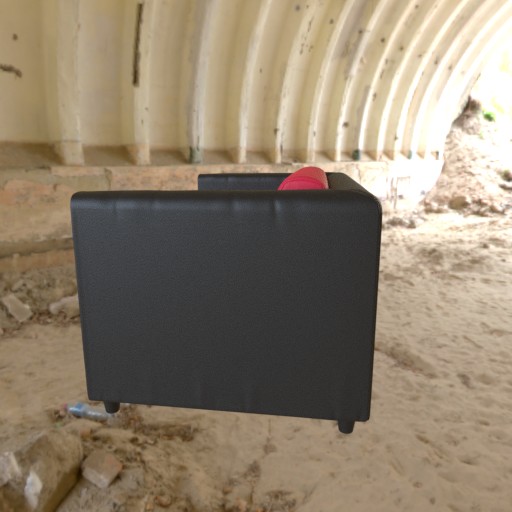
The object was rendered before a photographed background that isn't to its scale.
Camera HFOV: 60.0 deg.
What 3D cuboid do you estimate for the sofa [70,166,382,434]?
[{"bbox_3d":[0.000,0.000,1.885,0.845,0.735,1.410,2,13,8],"label":"sofa"}]
